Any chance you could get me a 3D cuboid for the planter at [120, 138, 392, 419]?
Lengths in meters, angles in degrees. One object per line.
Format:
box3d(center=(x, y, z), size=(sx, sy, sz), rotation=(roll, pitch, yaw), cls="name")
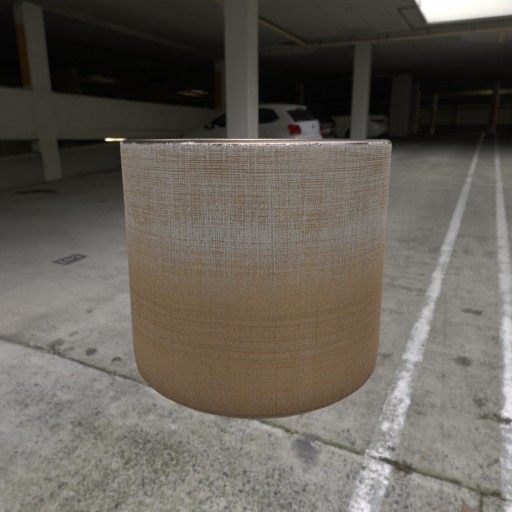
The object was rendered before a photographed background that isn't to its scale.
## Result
box3d(center=(0.000, 0.000, 0.394), size=(0.221, 0.201, 0.221), rotation=(0, 15, 0), cls="planter")
